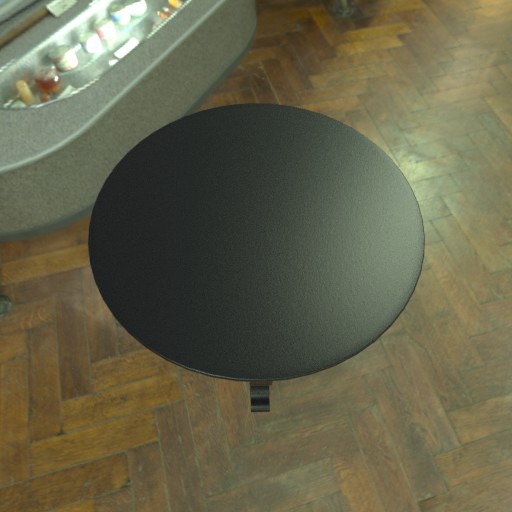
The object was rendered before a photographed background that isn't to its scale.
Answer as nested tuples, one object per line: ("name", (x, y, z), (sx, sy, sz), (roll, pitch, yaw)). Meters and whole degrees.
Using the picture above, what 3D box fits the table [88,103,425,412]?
("table", (0.000, 0.000, 1.580), (1.029, 0.491, 1.029), (0, 59, 0))
